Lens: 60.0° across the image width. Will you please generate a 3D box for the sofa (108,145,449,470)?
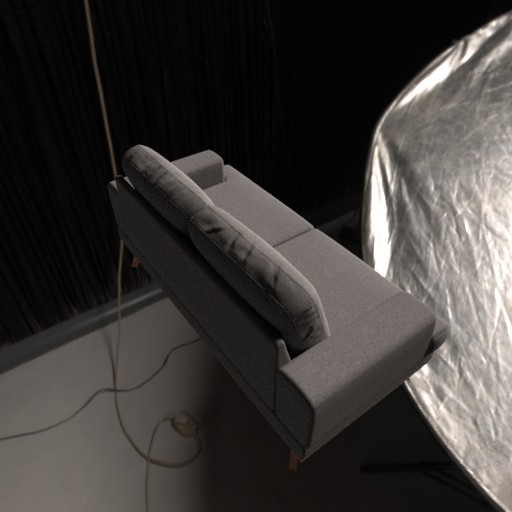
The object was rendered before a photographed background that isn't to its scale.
[{"bbox_3d":[0.000,0.000,2.112,0.785,0.810,1.650,-26,47,-27],"label":"sofa"}]
